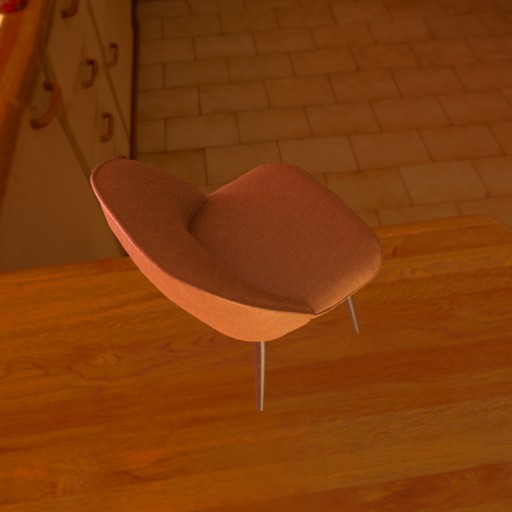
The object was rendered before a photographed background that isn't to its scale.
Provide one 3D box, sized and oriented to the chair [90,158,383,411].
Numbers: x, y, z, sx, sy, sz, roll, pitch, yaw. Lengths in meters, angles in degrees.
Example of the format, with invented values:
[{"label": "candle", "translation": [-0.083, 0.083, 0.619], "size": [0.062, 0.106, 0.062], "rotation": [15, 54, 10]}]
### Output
[{"label": "chair", "translation": [0.000, 0.000, 1.223], "size": [0.631, 0.831, 0.521], "rotation": [-33, 63, -19]}]
